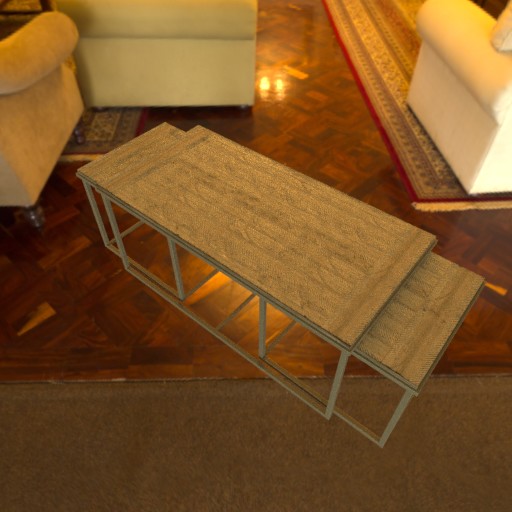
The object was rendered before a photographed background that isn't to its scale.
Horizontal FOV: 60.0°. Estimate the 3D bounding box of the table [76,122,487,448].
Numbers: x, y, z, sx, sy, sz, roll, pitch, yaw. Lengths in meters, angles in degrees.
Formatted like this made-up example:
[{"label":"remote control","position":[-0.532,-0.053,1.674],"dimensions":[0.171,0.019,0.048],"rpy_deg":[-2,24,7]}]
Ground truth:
[{"label":"table","position":[0.000,0.000,1.525],"dimensions":[1.312,0.427,0.489],"rpy_deg":[31,54,26]}]
